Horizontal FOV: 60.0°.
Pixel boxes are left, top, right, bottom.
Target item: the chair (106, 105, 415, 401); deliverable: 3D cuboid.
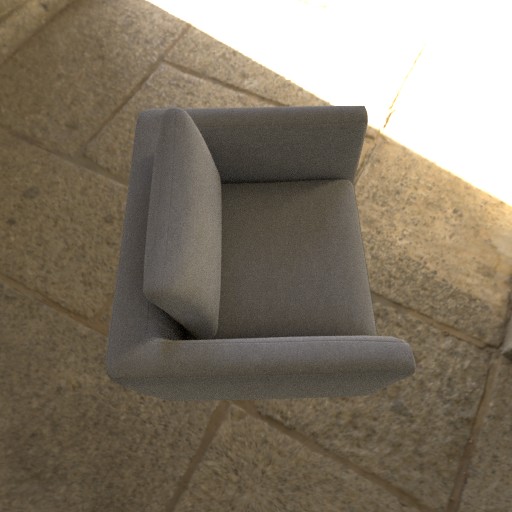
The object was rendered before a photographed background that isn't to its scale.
[{"bbox_3d":[0.000,0.000,1.691,0.889,0.864,1.041,-1,63,-1],"label":"chair"}]
